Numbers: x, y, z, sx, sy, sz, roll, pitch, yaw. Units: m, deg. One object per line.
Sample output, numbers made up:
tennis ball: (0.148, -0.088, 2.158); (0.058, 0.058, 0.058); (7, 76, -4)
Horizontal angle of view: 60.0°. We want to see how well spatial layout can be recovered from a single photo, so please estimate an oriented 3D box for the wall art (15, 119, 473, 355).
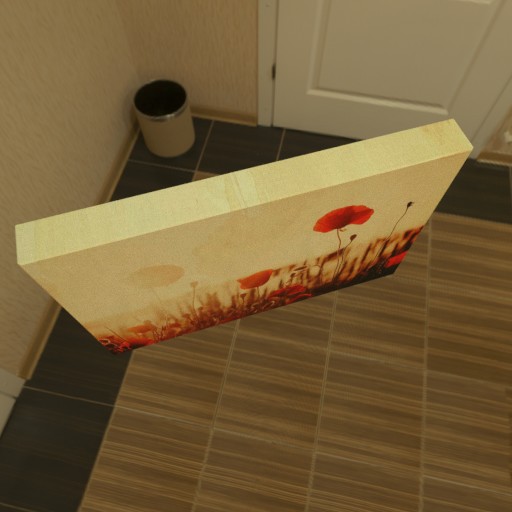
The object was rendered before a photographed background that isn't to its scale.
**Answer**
wall art: (0.000, 0.000, 0.475); (0.383, 0.251, 0.037); (-15, 63, -8)
